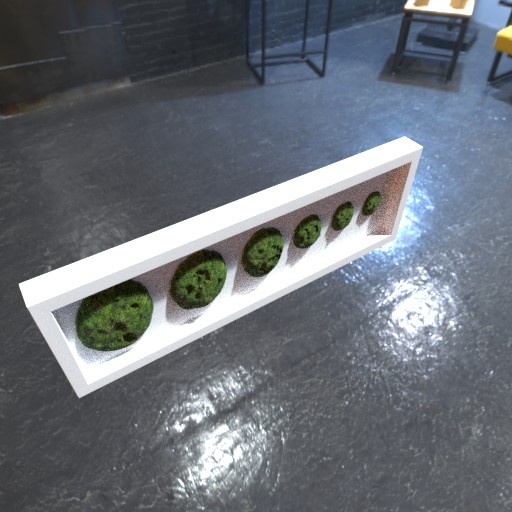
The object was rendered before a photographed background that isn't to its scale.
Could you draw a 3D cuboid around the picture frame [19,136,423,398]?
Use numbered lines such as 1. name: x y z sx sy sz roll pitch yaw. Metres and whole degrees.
1. picture frame: 0.000 0.000 0.841 0.759 0.250 0.050 -24 49 -23
